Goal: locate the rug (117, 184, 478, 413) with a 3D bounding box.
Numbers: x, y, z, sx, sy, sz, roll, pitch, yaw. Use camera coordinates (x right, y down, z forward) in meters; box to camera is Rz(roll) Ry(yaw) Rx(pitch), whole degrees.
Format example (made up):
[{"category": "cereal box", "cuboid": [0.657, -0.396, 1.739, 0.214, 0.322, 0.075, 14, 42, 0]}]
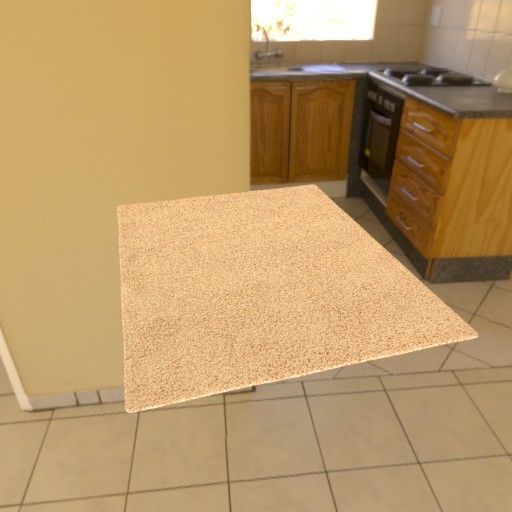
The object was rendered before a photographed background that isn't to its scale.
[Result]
[{"category": "rug", "cuboid": [0.000, 0.000, 4.115, 2.438, 0.029, 3.047, -8, 31, -14]}]
